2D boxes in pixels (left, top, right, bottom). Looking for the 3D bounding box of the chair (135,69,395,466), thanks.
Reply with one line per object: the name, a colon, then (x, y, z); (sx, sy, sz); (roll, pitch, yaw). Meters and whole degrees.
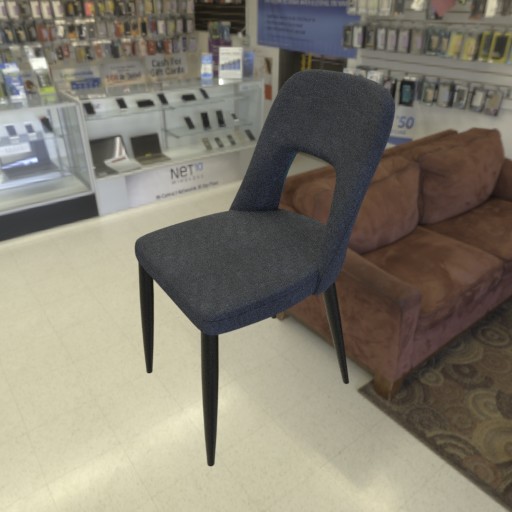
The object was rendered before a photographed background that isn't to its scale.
chair: (0.000, 0.000, 1.266); (0.612, 0.931, 0.470); (-20, 36, -29)
